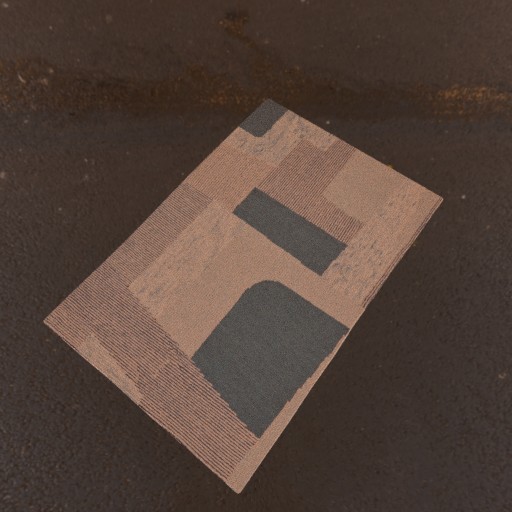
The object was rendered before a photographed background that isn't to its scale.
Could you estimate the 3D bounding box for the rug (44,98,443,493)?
[{"bbox_3d":[0.000,0.000,2.337,1.238,0.020,1.847,35,69,15],"label":"rug"}]
